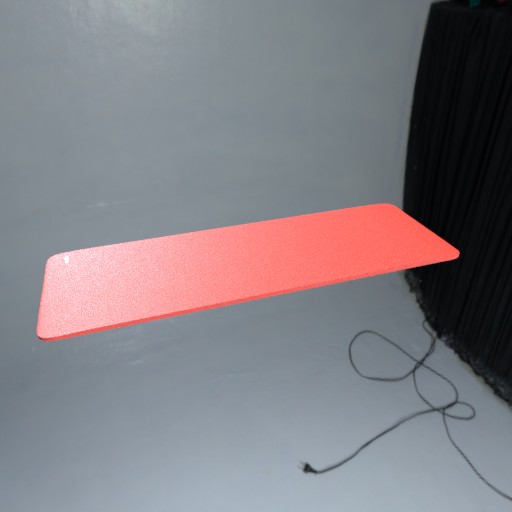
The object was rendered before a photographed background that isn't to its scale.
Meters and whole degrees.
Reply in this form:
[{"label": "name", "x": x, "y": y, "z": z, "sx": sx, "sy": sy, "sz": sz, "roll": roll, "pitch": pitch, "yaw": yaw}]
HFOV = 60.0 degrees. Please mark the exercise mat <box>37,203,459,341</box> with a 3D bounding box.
[{"label": "exercise mat", "x": 0.000, "y": 0.000, "z": 2.085, "sx": 1.869, "sy": 0.021, "sz": 0.616, "roll": -10, "pitch": 33, "yaw": -16}]
